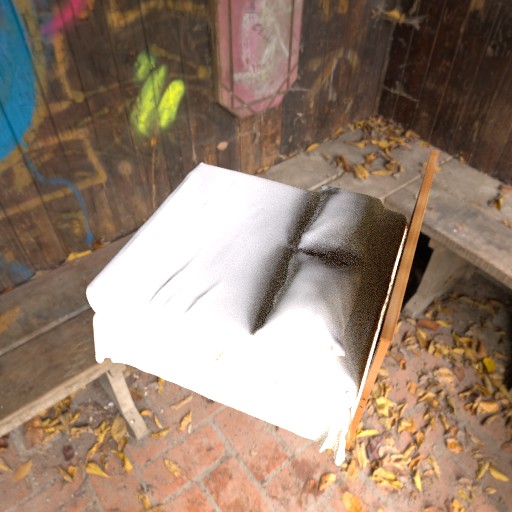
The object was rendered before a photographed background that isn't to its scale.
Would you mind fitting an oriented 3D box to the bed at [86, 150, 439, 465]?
[{"bbox_3d":[0.000,0.000,3.187,2.035,1.273,1.870,17,48,16],"label":"bed"}]
